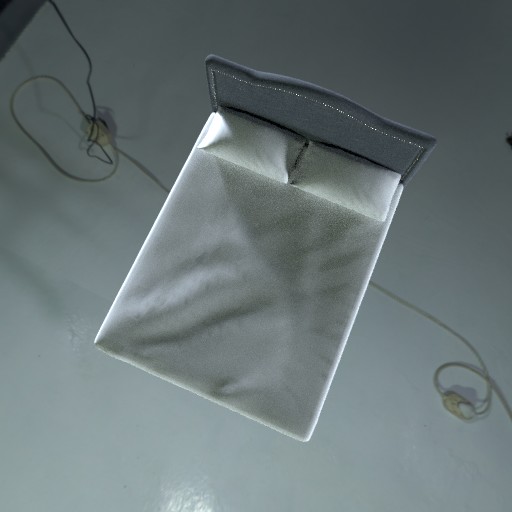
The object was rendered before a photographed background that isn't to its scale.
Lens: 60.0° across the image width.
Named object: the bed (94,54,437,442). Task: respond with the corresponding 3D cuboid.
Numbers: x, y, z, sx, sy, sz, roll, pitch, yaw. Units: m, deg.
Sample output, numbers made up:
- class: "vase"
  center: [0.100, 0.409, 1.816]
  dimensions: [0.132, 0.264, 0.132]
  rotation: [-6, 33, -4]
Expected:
- class: "bed"
  center: [0.000, 0.000, 3.976]
  dimensions: [2.161, 1.457, 2.689]
  rotation: [23, 76, 6]
